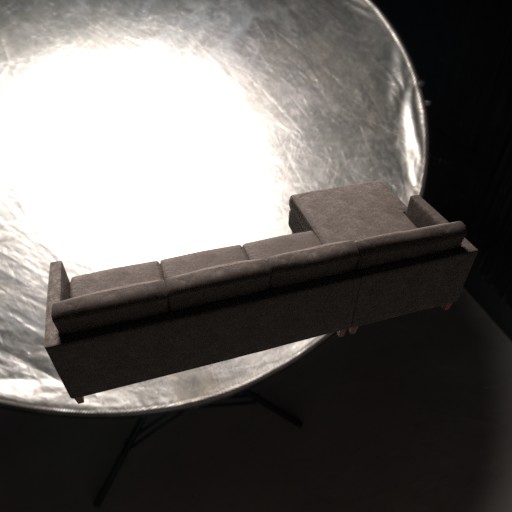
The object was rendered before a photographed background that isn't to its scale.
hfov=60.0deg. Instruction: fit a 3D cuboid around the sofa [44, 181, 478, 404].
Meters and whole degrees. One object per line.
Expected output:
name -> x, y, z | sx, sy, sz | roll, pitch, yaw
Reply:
sofa -> 0.000, 0.000, 4.079 | 3.471, 0.954, 1.606 | -11, 42, -13
